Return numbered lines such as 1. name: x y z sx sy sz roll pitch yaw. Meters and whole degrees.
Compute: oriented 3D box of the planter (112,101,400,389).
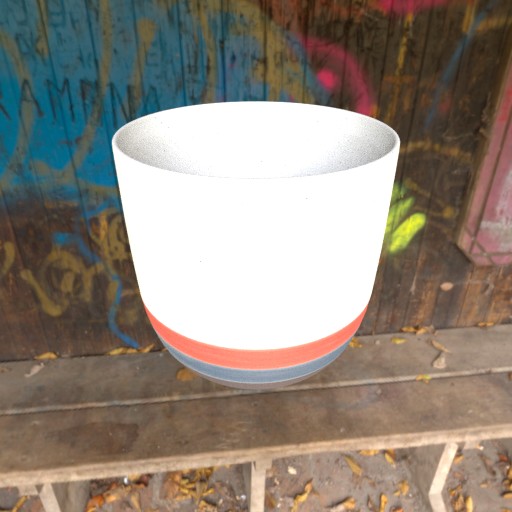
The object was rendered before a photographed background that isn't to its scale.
1. planter: 0.000 0.000 0.379 0.204 0.214 0.204 0 31 0
